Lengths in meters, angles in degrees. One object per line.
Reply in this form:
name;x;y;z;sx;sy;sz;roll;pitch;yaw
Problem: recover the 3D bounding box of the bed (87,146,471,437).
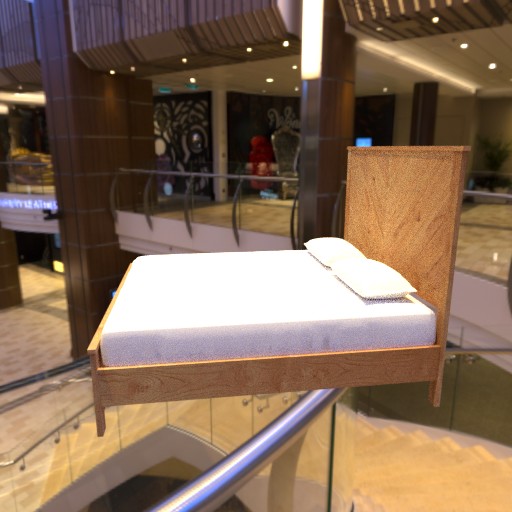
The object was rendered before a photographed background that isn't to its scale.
bed;0.000;0.000;4.035;2.530;1.938;2.225;-2;14;-8
